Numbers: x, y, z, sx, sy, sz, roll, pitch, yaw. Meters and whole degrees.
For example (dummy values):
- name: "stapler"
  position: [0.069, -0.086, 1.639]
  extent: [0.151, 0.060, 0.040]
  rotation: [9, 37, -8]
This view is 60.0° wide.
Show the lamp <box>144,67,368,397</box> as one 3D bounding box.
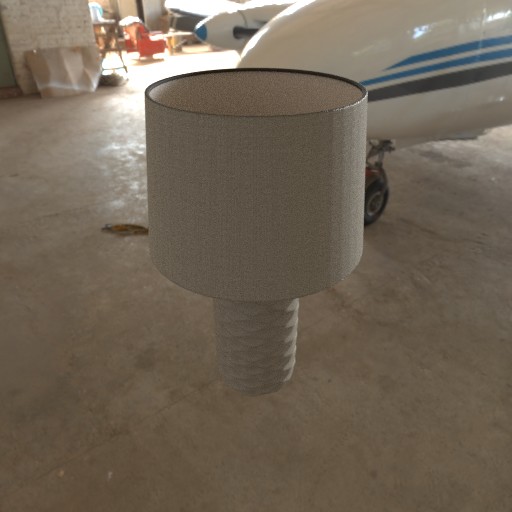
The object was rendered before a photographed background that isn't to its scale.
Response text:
- name: "lamp"
  position: [0.000, 0.000, 0.817]
  extent: [0.376, 0.594, 0.376]
  rotation: [0, 32, 0]
